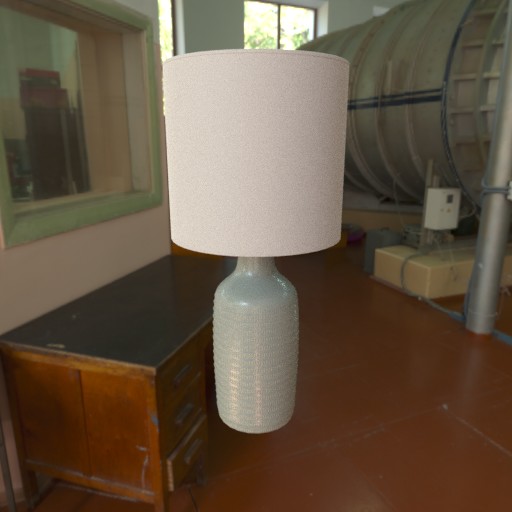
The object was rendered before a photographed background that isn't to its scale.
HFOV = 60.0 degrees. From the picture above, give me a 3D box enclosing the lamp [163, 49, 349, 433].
[{"bbox_3d":[0.000,0.000,0.596,0.220,0.475,0.220,3,15,10],"label":"lamp"}]
